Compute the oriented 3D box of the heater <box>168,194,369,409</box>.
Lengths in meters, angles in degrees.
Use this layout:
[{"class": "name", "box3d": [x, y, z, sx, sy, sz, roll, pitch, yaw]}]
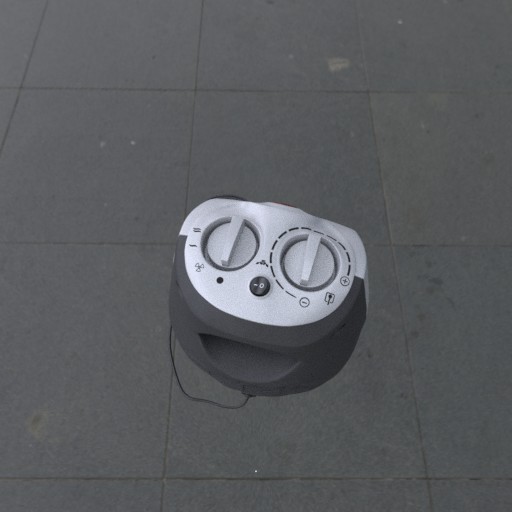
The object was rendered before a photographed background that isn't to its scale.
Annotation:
[{"class": "heater", "box3d": [0.000, 0.000, 0.471, 0.239, 0.255, 0.291, 14, 65, 6]}]
